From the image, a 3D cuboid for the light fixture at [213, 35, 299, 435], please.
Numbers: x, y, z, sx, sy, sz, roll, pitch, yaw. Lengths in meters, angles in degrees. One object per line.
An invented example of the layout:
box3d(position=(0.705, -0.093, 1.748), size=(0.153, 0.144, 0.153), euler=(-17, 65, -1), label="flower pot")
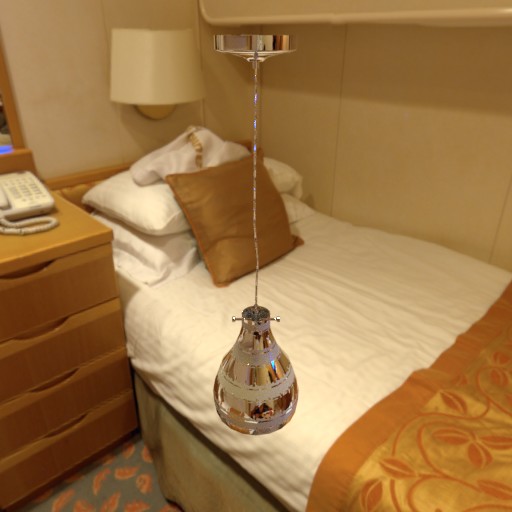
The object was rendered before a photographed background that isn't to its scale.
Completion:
box3d(position=(0.000, 0.000, 1.634), size=(0.374, 1.457, 0.374), euler=(0, 27, 0), label="light fixture")
